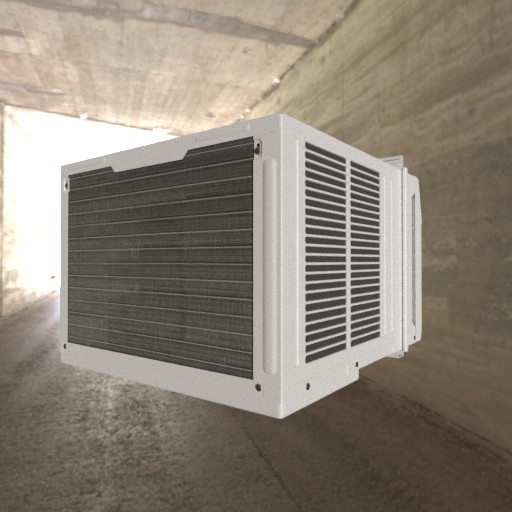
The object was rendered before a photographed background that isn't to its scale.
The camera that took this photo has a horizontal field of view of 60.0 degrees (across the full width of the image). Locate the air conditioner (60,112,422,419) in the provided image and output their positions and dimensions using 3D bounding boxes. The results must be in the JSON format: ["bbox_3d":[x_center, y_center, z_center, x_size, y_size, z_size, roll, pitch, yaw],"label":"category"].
[{"bbox_3d":[0.000,0.000,0.875,0.503,0.388,0.546,0,-1,37],"label":"air conditioner"}]
